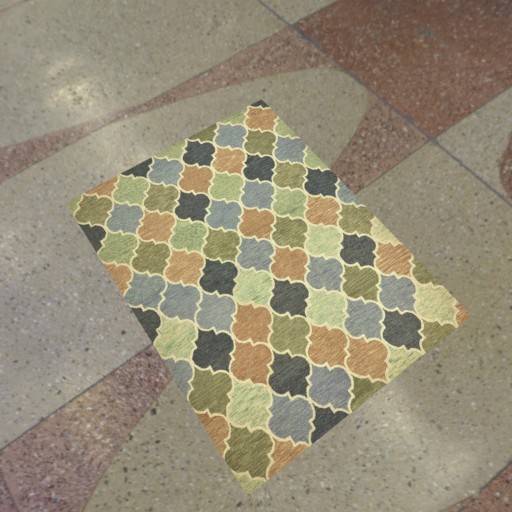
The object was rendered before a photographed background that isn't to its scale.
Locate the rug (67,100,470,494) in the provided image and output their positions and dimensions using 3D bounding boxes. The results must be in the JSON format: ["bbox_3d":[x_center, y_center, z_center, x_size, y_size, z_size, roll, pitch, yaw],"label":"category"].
[{"bbox_3d":[0.000,0.000,4.215,2.439,0.013,3.200,-33,68,-15],"label":"rug"}]
